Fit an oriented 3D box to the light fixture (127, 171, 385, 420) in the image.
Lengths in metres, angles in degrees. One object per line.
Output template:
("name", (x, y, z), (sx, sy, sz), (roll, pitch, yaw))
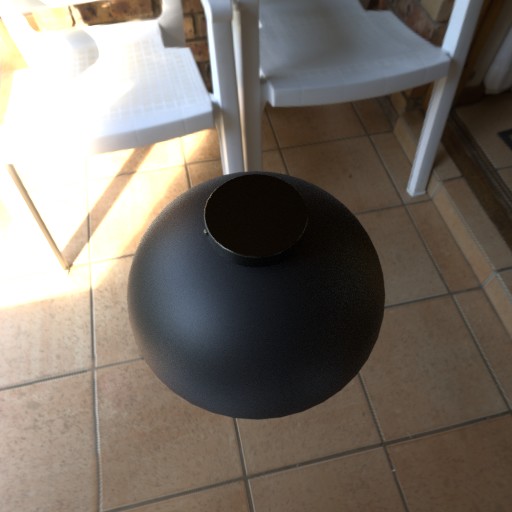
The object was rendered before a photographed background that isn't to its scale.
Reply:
("light fixture", (0.000, 0.000, 0.553), (0.355, 0.177, 0.355), (0, 58, 0))
